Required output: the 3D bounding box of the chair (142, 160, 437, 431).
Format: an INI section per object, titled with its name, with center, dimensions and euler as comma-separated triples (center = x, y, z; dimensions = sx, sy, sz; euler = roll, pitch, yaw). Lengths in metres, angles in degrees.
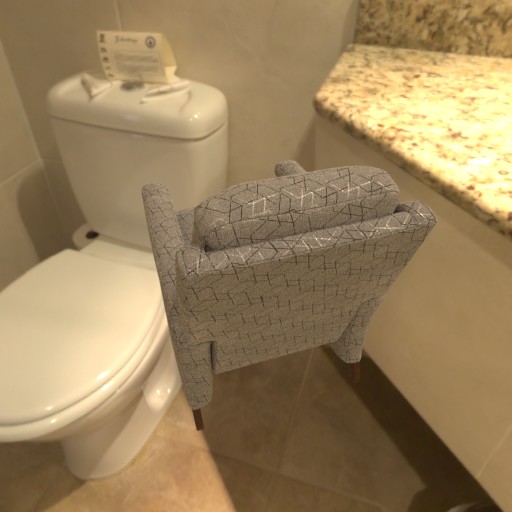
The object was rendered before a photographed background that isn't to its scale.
[chair]
center = 0.000, 0.000, 1.696
dimensions = 0.753, 1.048, 0.987
euler = -12, 41, -14
